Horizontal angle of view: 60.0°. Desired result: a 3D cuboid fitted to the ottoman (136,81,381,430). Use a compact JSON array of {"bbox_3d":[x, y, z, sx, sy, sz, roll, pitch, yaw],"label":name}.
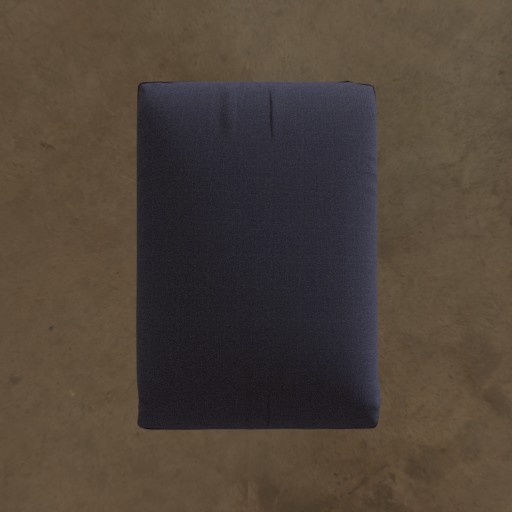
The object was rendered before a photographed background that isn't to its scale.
[{"bbox_3d":[0.000,0.000,1.120,0.558,0.486,0.767,0,89,0],"label":"ottoman"}]
